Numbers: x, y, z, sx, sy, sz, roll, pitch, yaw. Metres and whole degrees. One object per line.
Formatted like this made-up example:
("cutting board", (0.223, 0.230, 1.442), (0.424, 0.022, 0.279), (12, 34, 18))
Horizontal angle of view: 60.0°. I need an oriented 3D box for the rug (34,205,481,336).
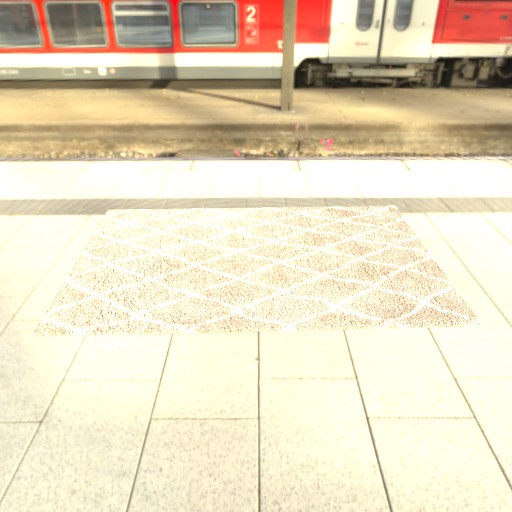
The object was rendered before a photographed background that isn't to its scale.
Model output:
("rug", (0.000, 0.000, 3.461), (2.743, 0.030, 1.778), (-1, 31, -2))
